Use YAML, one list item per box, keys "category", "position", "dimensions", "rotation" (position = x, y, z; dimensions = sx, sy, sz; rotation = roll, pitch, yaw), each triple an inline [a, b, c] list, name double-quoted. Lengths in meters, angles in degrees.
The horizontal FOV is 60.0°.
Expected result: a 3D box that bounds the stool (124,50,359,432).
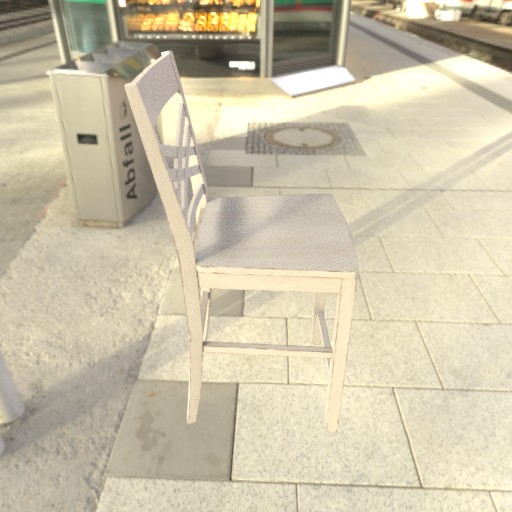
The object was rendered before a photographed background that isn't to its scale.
- category: "stool"
  position: [0.000, 0.000, 1.339]
  dimensions: [0.539, 1.079, 0.462]
  rotation: [0, 32, 0]
